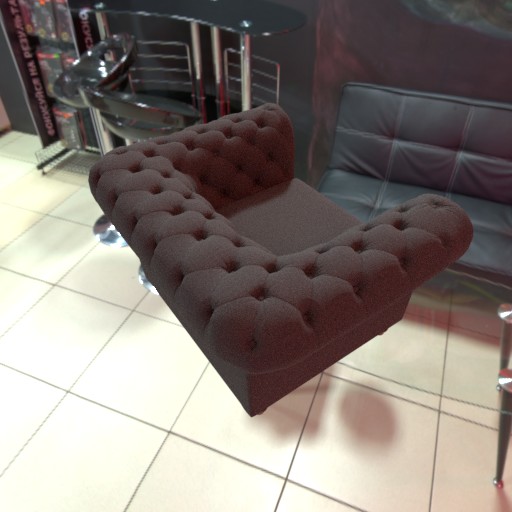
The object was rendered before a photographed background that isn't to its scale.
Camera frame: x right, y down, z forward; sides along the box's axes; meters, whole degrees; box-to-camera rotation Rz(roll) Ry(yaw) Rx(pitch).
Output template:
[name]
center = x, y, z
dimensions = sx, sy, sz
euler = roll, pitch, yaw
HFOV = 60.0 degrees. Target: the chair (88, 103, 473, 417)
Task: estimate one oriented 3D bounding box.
[chair]
center = 0.000, 0.000, 1.877
dimensions = 0.976, 0.770, 1.270
euler = -25, 47, -26
